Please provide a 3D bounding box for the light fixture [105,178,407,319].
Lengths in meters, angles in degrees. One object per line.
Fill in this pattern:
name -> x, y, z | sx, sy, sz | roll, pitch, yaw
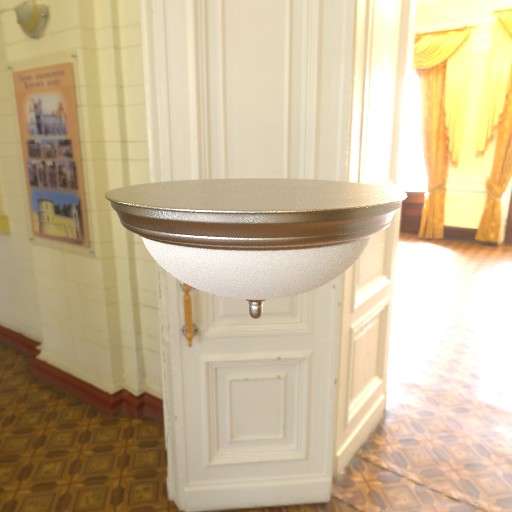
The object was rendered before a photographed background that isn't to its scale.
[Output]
light fixture -> 0.000, 0.000, 0.449 | 0.280, 0.135, 0.280 | 0, 14, 0
